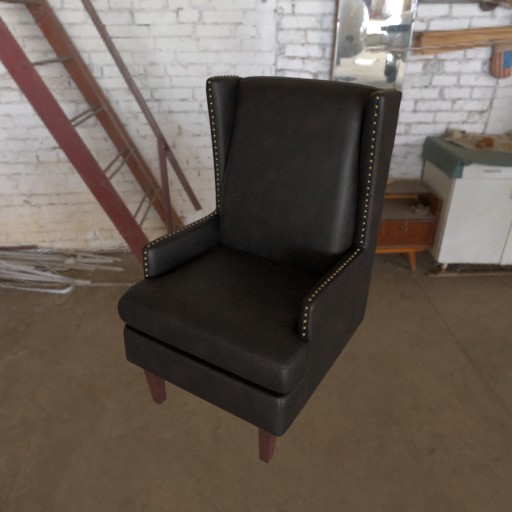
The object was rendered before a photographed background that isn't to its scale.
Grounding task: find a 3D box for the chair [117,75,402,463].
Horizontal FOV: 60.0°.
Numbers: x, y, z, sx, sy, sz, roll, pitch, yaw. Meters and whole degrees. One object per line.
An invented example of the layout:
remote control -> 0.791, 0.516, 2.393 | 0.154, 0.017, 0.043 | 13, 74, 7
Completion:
chair -> 0.000, 0.000, 1.620 | 0.703, 1.142, 0.799 | 17, 33, 27
